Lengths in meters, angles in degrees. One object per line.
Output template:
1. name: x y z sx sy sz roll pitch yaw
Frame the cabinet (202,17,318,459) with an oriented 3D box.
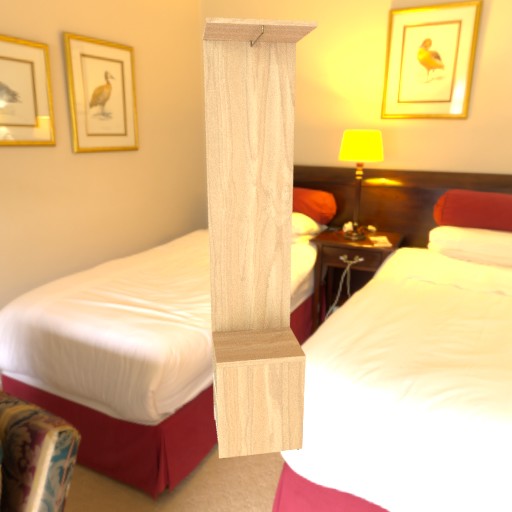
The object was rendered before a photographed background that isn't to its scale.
1. cabinet: 0.000 0.000 2.024 0.411 1.879 0.338 -3 16 -9
